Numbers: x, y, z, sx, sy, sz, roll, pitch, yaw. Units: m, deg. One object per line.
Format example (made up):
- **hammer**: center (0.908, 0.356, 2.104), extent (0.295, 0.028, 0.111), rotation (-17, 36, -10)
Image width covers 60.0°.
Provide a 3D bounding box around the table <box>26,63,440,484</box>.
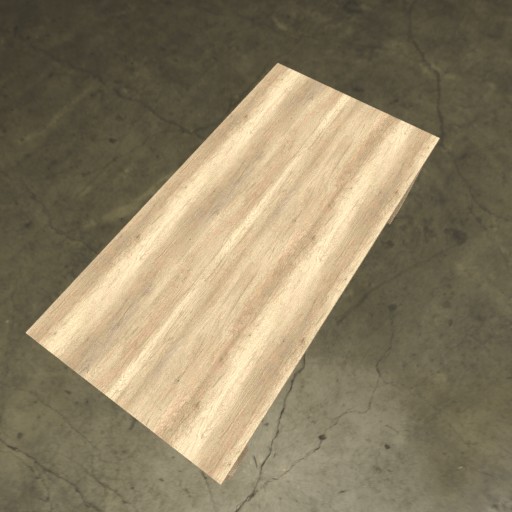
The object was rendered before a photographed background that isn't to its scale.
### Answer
- **table**: center (0.000, 0.000, 1.652), extent (0.700, 0.460, 1.350), rotation (31, 67, 15)
